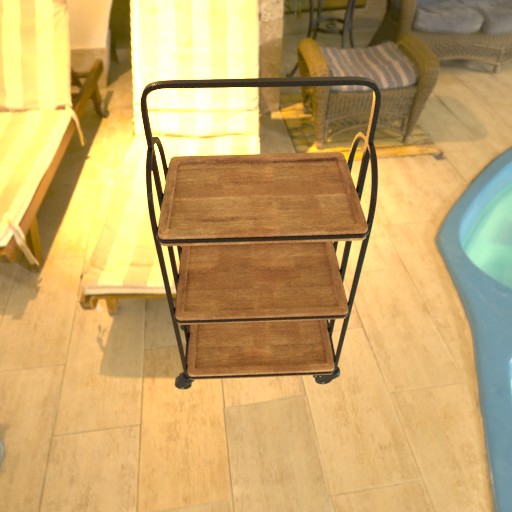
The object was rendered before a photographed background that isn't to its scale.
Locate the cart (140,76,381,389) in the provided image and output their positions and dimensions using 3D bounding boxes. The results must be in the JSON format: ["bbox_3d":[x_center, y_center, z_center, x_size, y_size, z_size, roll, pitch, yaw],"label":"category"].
[{"bbox_3d":[0.000,0.000,1.239,0.553,1.001,0.327,-2,46,-2],"label":"cart"}]
